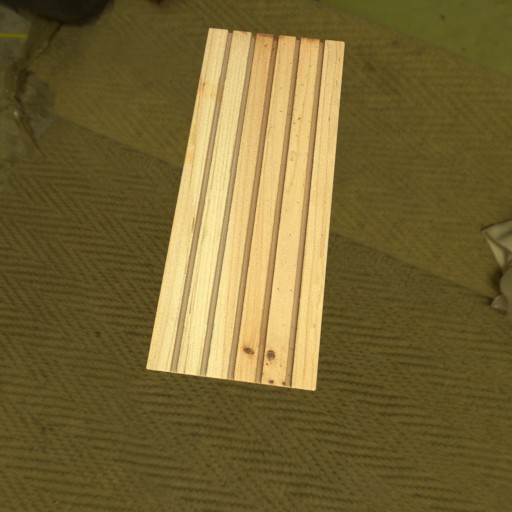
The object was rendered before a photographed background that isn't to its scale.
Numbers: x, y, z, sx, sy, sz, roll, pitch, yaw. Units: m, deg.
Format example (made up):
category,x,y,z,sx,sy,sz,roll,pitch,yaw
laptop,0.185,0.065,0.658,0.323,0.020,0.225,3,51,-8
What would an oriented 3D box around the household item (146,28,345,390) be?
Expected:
category,x,y,z,sx,sy,sz,roll,pitch,yaw
household item,0.000,0.000,0.553,0.123,0.407,0.301,7,74,2
